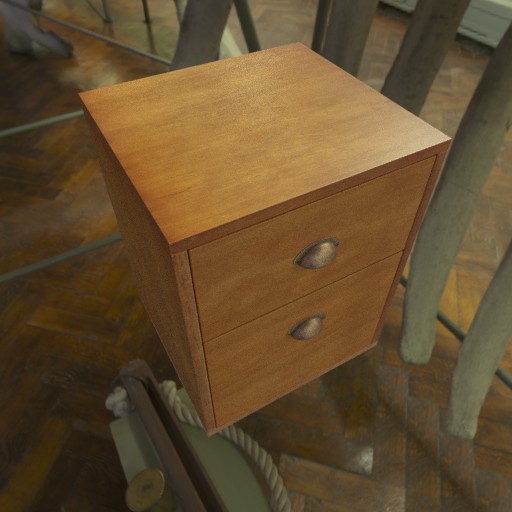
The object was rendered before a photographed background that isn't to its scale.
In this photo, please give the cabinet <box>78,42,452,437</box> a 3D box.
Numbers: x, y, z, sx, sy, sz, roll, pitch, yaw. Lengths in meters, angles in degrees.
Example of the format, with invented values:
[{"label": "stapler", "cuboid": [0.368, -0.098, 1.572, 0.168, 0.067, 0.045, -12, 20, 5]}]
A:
[{"label": "cabinet", "cuboid": [0.000, 0.000, 0.847, 0.409, 0.579, 0.401, -22, 51, -20]}]
